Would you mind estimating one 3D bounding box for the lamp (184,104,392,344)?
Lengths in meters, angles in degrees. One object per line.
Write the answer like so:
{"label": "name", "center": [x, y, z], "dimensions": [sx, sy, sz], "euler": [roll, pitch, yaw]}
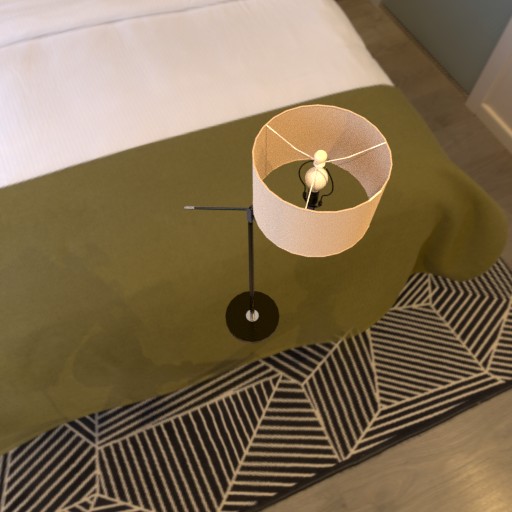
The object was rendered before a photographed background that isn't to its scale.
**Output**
{"label": "lamp", "center": [0.000, 0.000, 1.962], "dimensions": [0.809, 1.635, 0.373], "euler": [33, 67, 16]}
